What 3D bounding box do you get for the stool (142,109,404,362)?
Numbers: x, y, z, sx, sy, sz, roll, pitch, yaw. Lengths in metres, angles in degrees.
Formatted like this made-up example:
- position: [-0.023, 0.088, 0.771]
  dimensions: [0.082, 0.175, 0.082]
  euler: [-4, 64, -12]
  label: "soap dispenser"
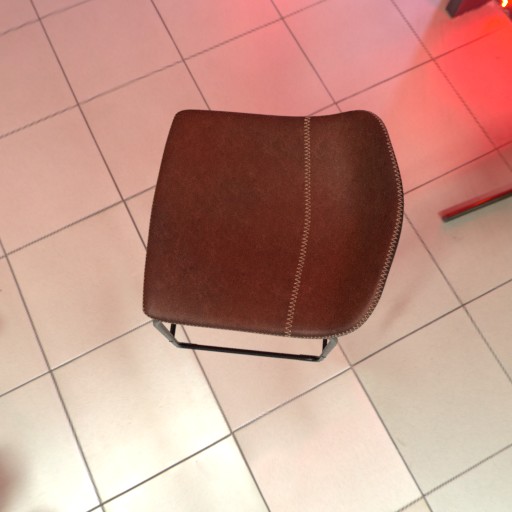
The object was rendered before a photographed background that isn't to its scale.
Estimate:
- position: [0.000, 0.000, 1.097]
  dimensions: [0.473, 0.830, 0.454]
  euler: [5, 75, 1]
  label: "stool"
